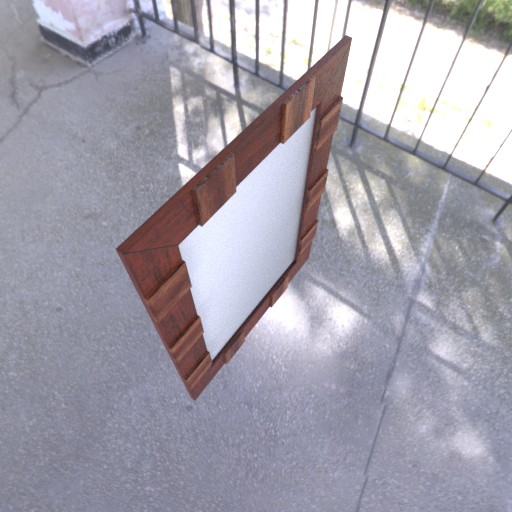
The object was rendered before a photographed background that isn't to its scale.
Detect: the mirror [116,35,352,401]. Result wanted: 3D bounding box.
[{"bbox_3d":[0.000,0.000,1.057,0.021,0.805,0.600,32,64,18],"label":"mirror"}]
